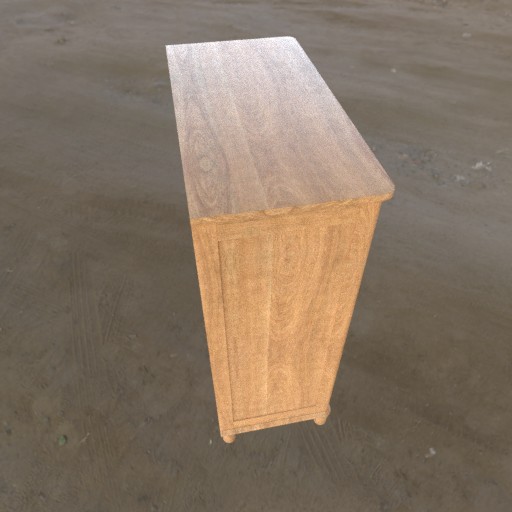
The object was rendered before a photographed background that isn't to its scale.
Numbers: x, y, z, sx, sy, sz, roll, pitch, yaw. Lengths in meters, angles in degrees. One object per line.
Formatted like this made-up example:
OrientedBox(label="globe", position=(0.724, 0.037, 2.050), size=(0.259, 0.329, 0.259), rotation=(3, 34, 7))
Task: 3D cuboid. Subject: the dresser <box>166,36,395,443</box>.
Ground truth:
OrientedBox(label="dresser", position=(0.000, 0.000, 1.793), size=(0.484, 1.318, 0.973), rotation=(-8, 47, -8))
